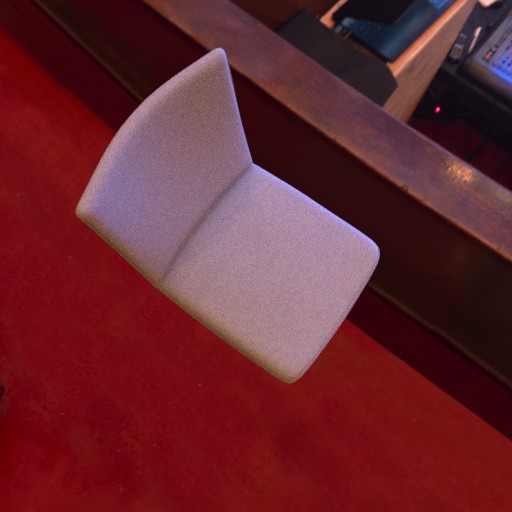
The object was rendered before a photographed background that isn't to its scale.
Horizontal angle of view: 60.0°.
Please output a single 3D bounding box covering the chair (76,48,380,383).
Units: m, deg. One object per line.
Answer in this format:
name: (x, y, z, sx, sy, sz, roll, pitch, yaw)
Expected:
chair: (0.000, 0.000, 1.186, 0.570, 0.859, 0.456, 35, 78, 9)
